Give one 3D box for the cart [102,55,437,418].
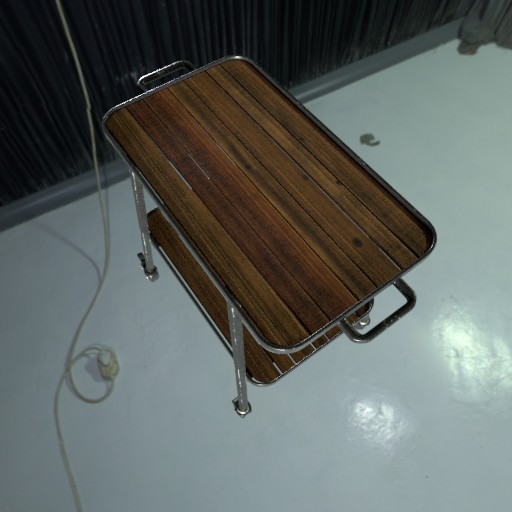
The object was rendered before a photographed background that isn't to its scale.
[{"bbox_3d":[0.000,0.000,1.221,0.515,0.700,0.806,-32,65,-17],"label":"cart"}]
